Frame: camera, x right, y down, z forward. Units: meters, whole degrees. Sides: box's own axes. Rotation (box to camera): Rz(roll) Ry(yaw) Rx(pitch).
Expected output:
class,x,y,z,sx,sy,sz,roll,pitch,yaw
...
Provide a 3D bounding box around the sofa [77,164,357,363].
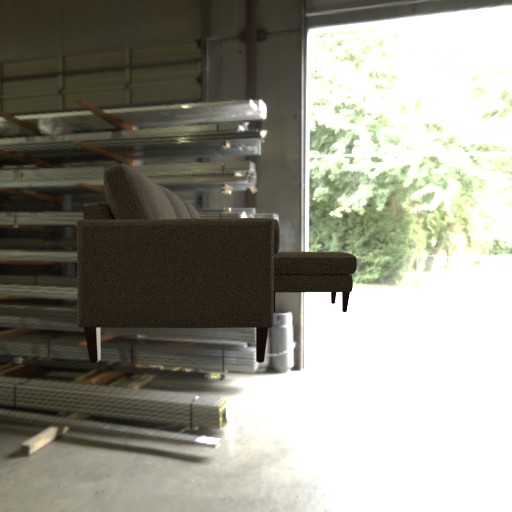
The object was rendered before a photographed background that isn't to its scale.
class,x,y,z,sx,sy,sz,roll,pitch,yaw
sofa,0.000,0.000,2.932,1.506,0.875,2.178,0,1,0
